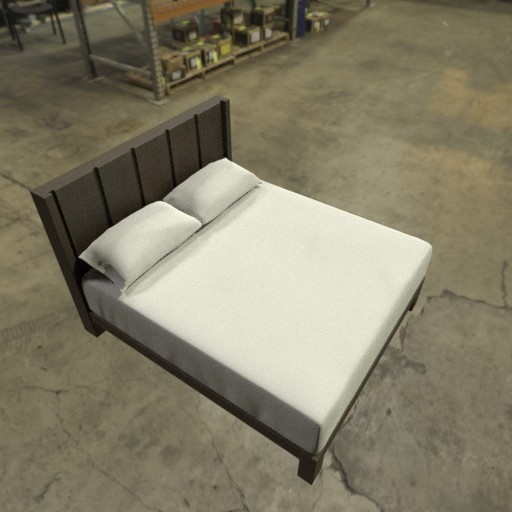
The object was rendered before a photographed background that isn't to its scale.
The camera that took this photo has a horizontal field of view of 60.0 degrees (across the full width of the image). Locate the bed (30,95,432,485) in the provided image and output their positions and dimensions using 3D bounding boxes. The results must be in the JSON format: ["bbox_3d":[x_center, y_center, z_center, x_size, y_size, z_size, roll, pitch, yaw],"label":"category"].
[{"bbox_3d":[0.000,0.000,3.090,1.992,1.261,1.735,25,47,25],"label":"bed"}]
